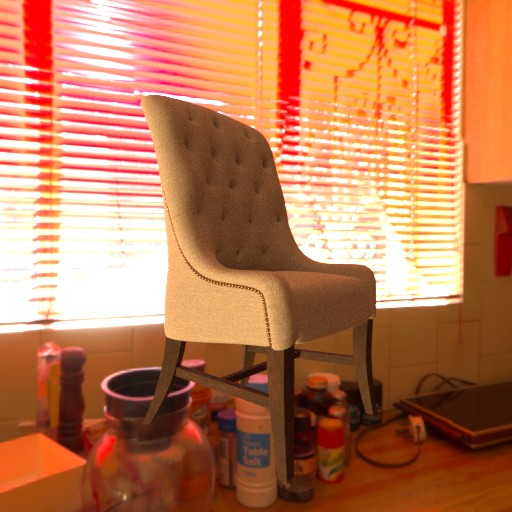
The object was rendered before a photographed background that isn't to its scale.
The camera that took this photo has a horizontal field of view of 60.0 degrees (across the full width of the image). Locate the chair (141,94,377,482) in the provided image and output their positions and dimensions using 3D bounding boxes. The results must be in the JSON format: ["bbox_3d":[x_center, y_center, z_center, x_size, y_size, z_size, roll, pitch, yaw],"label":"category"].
[{"bbox_3d":[0.000,0.000,1.486,0.629,1.091,0.634,1,2,37],"label":"chair"}]
